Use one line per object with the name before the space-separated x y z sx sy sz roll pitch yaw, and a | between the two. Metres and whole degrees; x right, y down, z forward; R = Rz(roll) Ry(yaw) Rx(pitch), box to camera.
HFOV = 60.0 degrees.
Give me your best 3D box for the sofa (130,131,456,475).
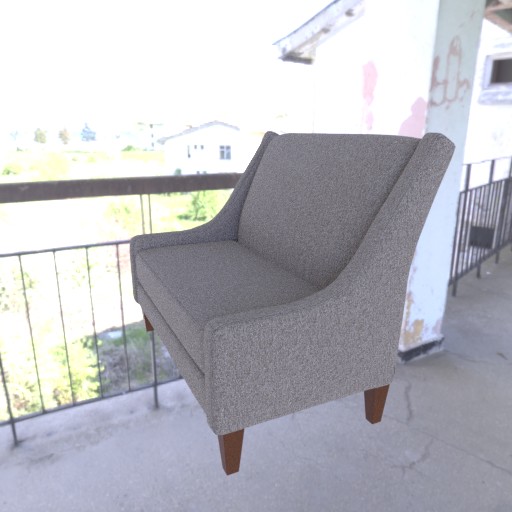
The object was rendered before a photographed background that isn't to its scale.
sofa | 0.000 0.000 1.901 0.862 1.026 1.242 -8 18 -25
